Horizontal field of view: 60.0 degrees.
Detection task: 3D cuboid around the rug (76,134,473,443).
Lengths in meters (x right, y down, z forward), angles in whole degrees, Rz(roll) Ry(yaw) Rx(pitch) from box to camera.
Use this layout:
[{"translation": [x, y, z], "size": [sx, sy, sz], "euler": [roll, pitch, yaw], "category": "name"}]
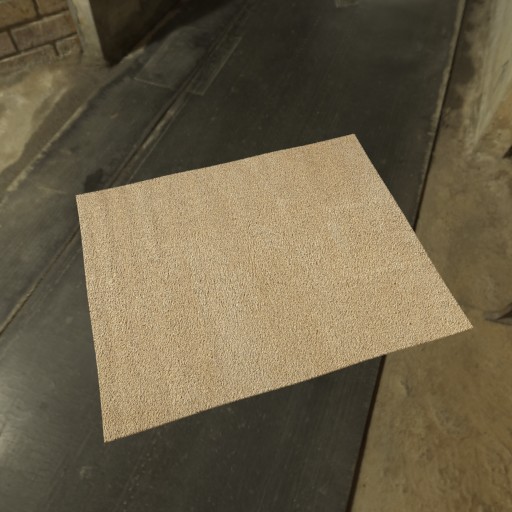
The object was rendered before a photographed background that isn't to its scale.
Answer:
[{"translation": [0.000, 0.000, 4.026], "size": [3.000, 0.025, 2.400], "euler": [-15, 59, -9], "category": "rug"}]
